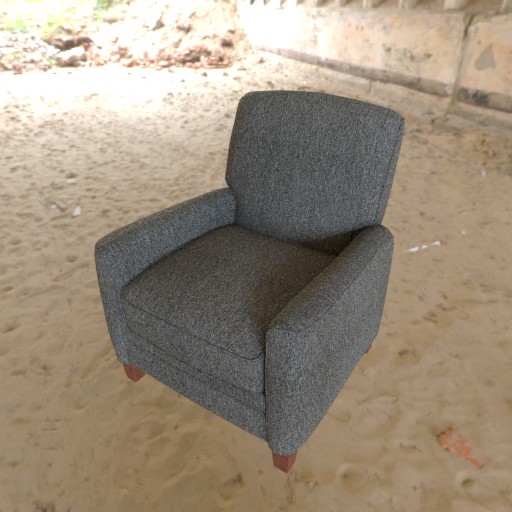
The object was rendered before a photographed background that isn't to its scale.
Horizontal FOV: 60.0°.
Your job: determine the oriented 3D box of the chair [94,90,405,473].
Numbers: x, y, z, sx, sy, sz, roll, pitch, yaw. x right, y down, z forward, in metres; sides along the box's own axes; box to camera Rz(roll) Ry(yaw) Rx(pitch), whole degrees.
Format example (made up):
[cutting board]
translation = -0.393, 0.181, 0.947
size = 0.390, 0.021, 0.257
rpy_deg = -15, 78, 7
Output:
[chair]
translation = 0.000, 0.000, 1.607
size = 0.848, 1.014, 0.864
rpy_deg = 19, 35, 29
